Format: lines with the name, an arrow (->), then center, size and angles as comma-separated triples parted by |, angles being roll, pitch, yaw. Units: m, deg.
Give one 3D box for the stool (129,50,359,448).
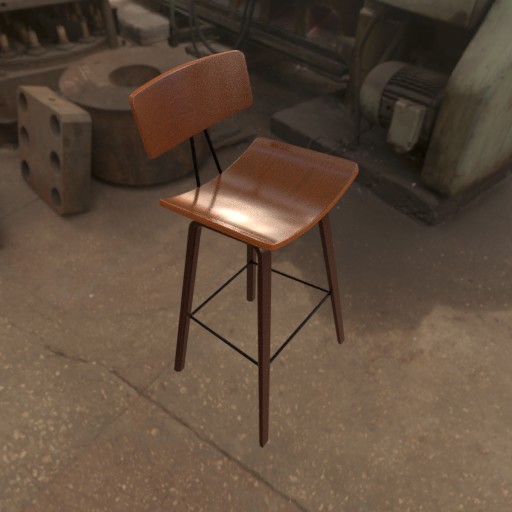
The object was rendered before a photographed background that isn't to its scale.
stool -> 0.000, 0.000, 1.267 | 0.440, 0.969, 0.509 | 27, 49, 27
